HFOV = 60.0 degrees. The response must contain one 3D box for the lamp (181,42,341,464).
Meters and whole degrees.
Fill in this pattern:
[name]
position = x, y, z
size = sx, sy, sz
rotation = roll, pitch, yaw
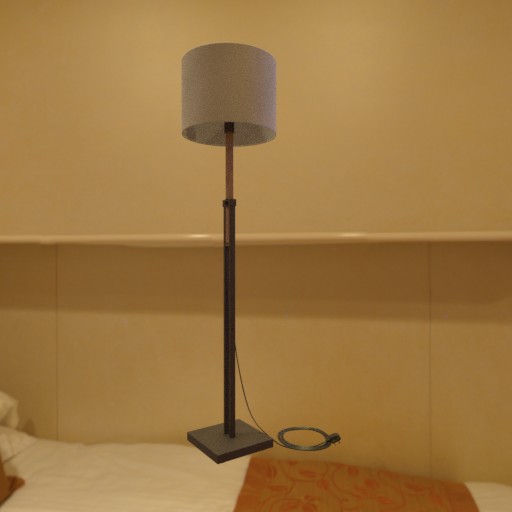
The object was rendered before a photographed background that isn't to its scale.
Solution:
[lamp]
position = 0.000, 0.000, 1.953
size = 0.639, 1.650, 0.474
rotation = 0, 1, -35
